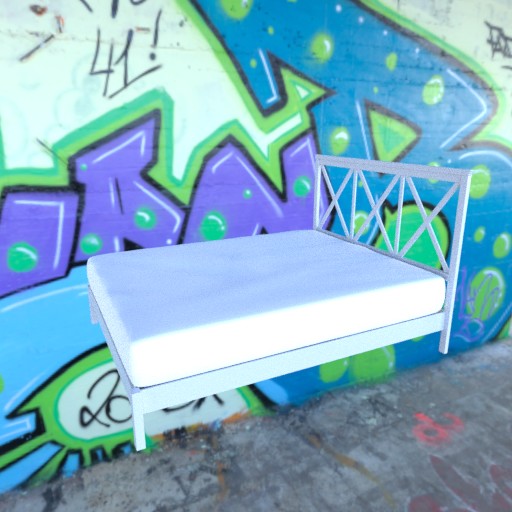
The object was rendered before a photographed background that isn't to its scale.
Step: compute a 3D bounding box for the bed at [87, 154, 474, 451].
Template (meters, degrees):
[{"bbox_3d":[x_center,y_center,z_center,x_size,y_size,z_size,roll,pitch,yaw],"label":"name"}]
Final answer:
[{"bbox_3d":[0.000,0.000,3.134,2.135,1.253,1.673,-8,18,-26],"label":"bed"}]
